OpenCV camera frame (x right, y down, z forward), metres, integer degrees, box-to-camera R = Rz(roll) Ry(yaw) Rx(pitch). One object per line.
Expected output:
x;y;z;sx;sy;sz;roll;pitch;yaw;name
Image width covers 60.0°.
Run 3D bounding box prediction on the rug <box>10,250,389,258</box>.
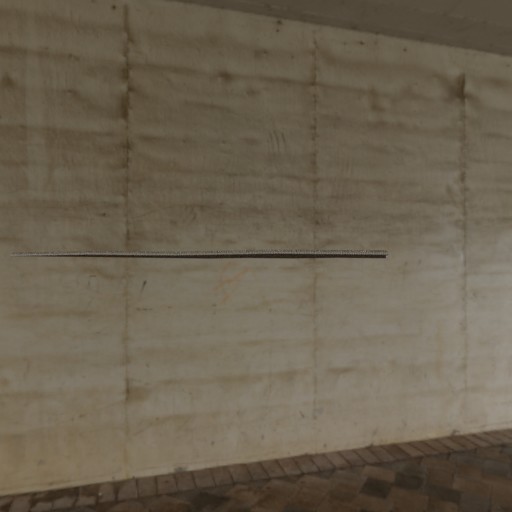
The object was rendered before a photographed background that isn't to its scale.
0.000;0.000;3.596;2.043;0.026;2.901;0;-1;16;rug
